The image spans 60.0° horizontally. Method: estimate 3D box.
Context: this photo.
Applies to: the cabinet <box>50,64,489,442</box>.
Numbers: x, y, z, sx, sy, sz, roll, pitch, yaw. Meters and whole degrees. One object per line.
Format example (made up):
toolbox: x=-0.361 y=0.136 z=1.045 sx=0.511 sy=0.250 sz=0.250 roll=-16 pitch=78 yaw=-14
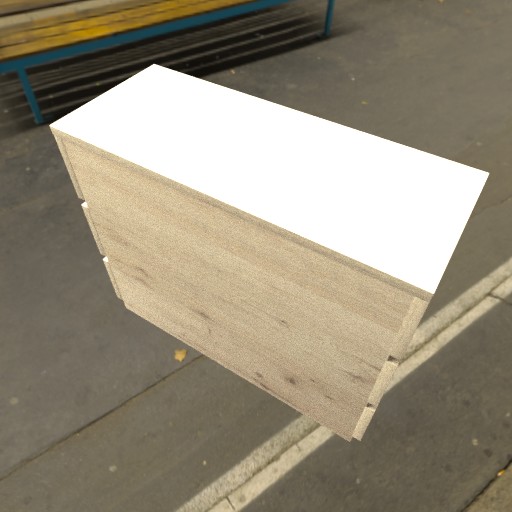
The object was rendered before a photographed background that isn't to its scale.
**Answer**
cabinet: x=0.000 y=0.000 z=1.421 sx=1.040 sy=0.820 sz=0.420 roll=25 pitch=53 yaw=21
